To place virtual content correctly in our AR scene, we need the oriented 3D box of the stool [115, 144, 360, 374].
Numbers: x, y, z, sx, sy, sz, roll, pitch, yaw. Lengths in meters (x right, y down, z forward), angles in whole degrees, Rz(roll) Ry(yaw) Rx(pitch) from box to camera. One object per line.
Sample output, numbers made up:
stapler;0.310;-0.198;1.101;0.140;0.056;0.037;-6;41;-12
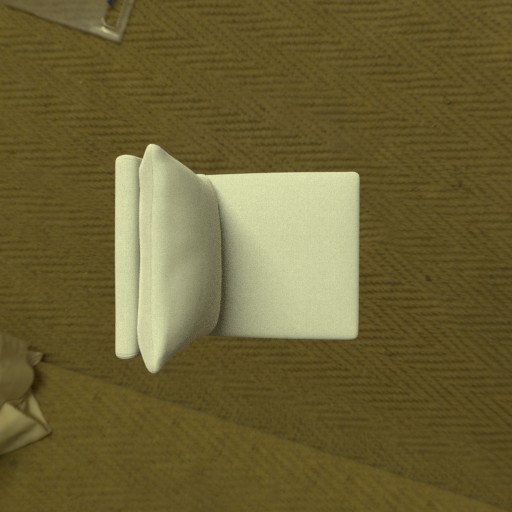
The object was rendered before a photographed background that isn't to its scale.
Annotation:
stool;0.000;0.000;1.355;0.572;1.032;0.463;0;90;1
